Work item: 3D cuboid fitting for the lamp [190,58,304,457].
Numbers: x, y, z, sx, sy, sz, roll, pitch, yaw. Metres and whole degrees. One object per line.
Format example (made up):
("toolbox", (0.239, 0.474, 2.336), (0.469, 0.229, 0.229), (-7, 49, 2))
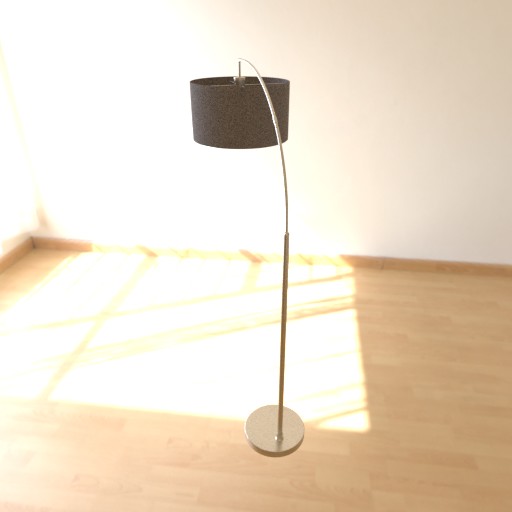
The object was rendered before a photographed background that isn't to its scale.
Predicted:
("lamp", (0.000, 0.000, 2.156), (0.452, 1.735, 0.934), (-8, 28, -16))
